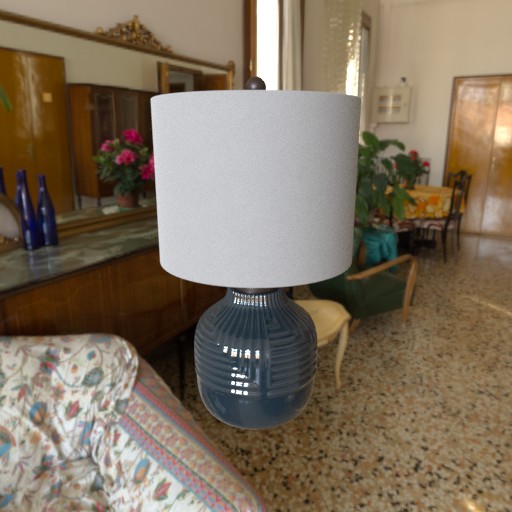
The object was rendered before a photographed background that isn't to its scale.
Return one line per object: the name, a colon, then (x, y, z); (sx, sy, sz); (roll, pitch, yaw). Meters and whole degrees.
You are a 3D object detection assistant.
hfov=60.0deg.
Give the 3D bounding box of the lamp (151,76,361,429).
lamp: (0.000, 0.000, 0.750); (0.318, 0.567, 0.318); (0, 15, 0)
